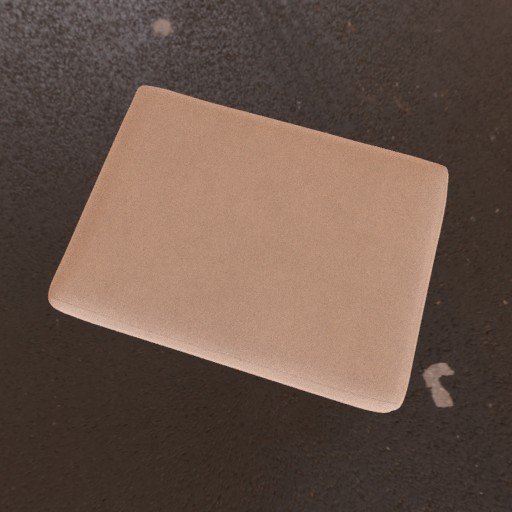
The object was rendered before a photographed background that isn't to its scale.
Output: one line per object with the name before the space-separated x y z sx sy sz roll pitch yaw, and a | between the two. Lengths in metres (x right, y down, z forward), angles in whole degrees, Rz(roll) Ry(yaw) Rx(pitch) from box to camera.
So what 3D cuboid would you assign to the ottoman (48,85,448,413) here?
ottoman | 0.000 0.000 1.143 0.773 0.499 0.569 17 75 4
